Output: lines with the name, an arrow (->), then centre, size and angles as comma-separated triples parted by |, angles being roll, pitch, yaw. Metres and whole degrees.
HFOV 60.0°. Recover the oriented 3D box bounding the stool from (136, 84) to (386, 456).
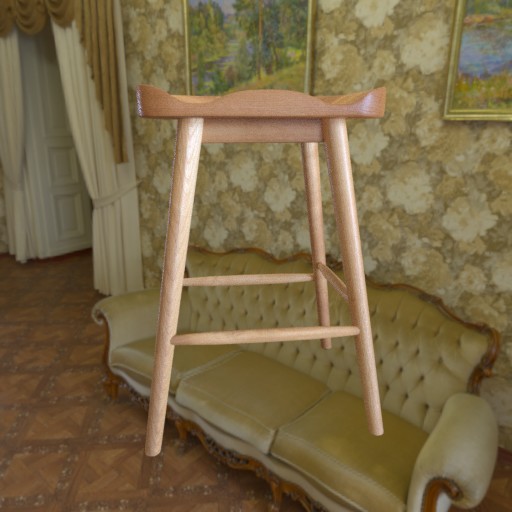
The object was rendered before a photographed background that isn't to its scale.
stool -> 0.000, 0.000, 0.883 | 0.440, 0.615, 0.361 | -2, 17, -7
